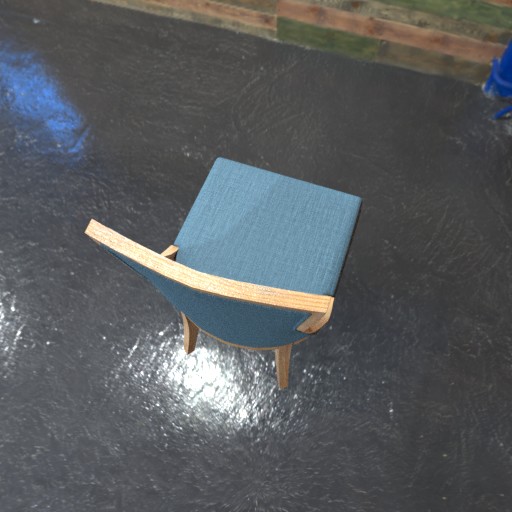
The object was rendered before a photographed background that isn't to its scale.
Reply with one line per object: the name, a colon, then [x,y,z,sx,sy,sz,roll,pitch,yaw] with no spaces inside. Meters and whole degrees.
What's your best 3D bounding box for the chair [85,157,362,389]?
chair: [0.000,0.000,1.310,0.524,0.947,0.641,18,64,9]
